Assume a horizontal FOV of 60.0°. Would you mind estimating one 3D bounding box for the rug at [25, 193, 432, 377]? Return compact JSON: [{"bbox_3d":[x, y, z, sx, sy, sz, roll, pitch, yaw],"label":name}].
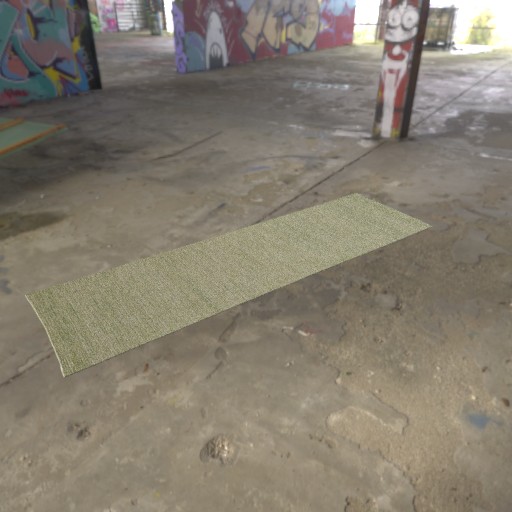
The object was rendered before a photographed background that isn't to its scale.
[{"bbox_3d":[0.000,0.000,2.551,2.340,0.013,0.686,-19,36,-29],"label":"rug"}]
